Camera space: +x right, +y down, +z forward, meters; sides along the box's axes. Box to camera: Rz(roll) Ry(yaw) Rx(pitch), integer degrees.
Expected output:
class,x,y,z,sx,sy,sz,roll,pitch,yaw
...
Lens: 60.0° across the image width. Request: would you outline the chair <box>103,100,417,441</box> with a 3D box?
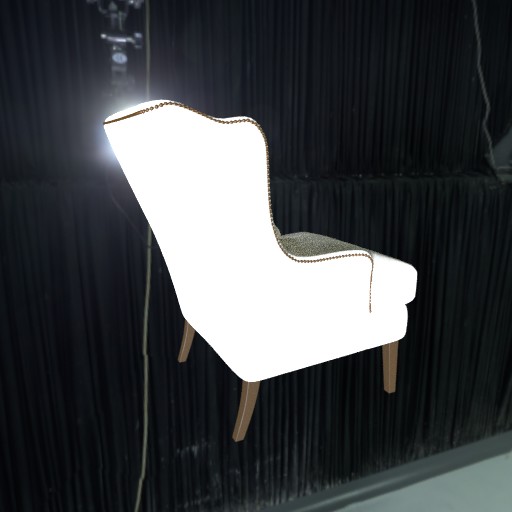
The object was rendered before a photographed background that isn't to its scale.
class,x,y,z,sx,sy,sz,roll,pitch,yaw
chair,0.000,0.000,1.654,0.940,1.029,0.737,-7,15,-26
